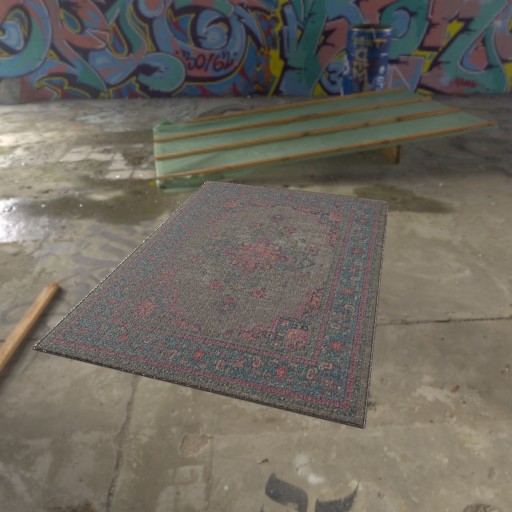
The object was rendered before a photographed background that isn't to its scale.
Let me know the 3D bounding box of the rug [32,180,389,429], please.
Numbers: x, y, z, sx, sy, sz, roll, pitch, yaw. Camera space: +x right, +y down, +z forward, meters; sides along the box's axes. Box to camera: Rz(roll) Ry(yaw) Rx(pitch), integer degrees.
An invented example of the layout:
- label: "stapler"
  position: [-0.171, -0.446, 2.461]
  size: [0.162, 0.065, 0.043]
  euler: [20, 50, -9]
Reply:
- label: "rug"
  position: [0.000, 0.000, 3.644]
  size: [2.005, 0.013, 2.890]
  euler: [9, 32, 14]
